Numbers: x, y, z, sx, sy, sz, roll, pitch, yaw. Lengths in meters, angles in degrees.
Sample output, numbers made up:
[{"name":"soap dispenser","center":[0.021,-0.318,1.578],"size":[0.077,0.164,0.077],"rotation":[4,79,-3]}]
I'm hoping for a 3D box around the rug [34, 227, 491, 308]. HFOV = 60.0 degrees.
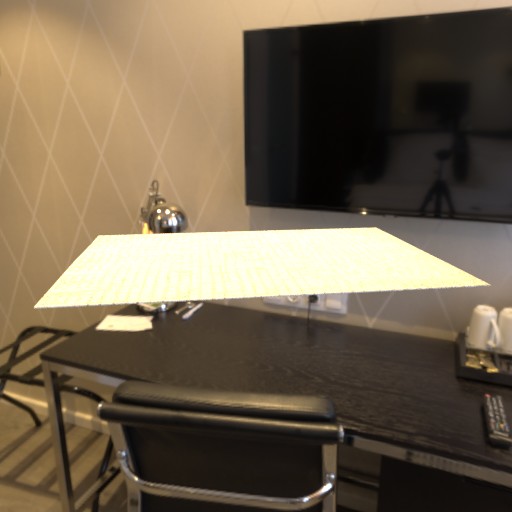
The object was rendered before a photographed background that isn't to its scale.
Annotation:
[{"name":"rug","center":[0.000,0.000,2.320],"size":[1.827,0.007,1.211],"rotation":[-2,15,-8]}]
